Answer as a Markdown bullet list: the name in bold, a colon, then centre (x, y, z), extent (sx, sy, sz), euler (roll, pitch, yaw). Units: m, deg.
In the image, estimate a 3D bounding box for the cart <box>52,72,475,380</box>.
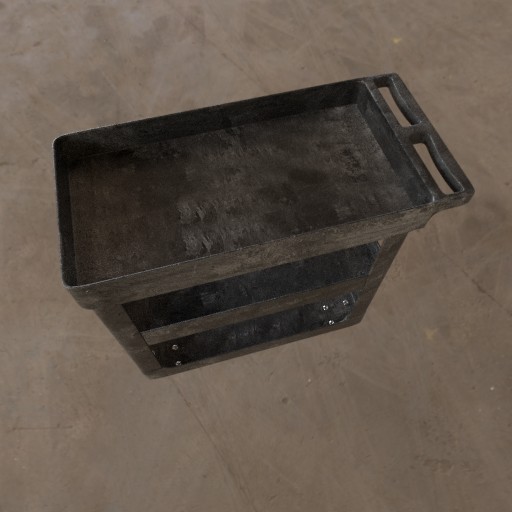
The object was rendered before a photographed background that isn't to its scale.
- **cart**: centre (0.000, 0.000, 1.346), extent (0.877, 0.824, 0.420), euler (-14, 61, -8)
